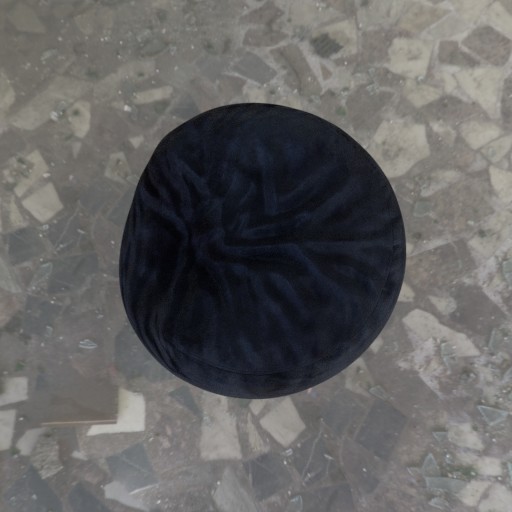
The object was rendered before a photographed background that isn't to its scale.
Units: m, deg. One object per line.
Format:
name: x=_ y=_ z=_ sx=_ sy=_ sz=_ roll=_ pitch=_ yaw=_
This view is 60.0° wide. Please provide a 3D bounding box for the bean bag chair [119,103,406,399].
bean bag chair: x=0.000 y=0.000 z=1.497 sx=0.918 sy=0.616 sz=0.918 roll=0 pitch=75 yaw=0
